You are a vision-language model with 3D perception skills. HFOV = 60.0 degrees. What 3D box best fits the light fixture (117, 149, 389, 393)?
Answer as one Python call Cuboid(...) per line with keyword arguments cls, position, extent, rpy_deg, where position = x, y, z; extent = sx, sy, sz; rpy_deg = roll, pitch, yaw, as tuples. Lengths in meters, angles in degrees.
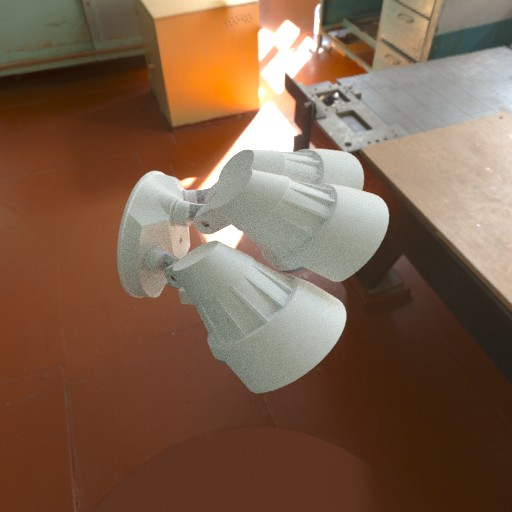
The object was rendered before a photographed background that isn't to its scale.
Cuboid(cls="light fixture", position=(0.000, 0.000, 0.540), extent=(0.278, 0.237, 0.369), rpy_deg=(10, 48, 9))
